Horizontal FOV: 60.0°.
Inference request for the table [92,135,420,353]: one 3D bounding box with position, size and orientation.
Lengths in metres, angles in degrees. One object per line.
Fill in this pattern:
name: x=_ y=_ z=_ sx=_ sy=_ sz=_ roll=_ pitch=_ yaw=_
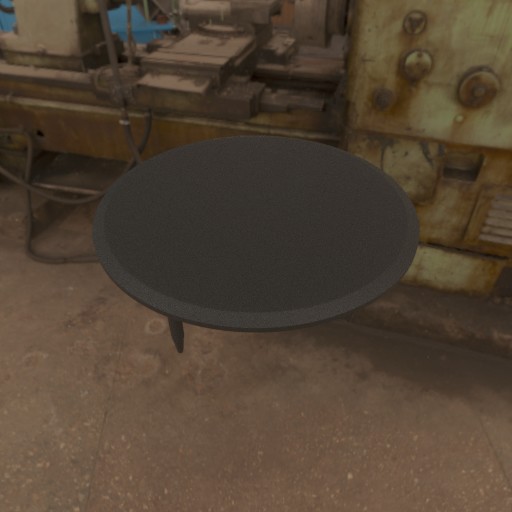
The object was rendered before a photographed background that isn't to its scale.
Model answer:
table: x=0.000 y=0.000 z=1.388 sx=0.900 sy=0.400 sz=0.900 roll=0 pitch=41 yaw=0
